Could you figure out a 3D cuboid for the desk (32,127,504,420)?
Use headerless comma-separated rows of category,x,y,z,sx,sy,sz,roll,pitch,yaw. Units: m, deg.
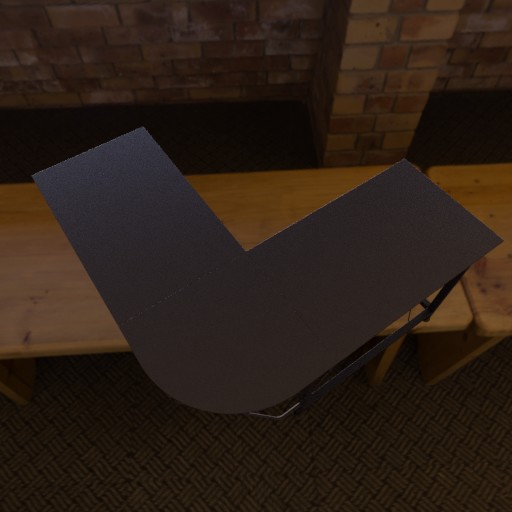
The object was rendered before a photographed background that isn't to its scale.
desk,0.000,0.000,2.153,1.400,0.762,1.400,-31,62,-18
